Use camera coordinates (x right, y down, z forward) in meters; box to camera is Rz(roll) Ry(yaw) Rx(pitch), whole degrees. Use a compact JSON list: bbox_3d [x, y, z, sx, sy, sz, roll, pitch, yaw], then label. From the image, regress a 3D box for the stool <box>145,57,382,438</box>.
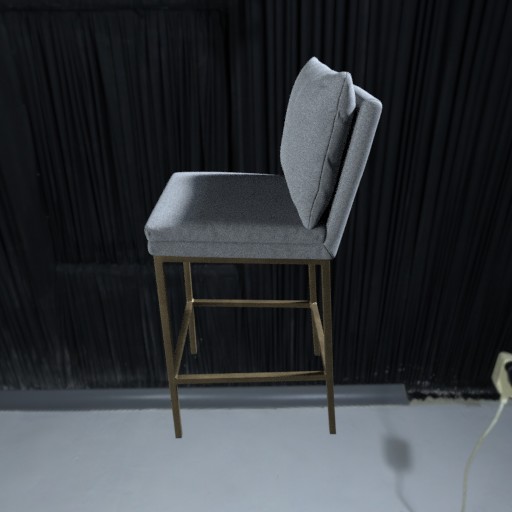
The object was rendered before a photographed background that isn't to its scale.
[{"bbox_3d":[0.000,0.000,1.405,0.569,1.130,0.463,0,28,0],"label":"stool"}]
